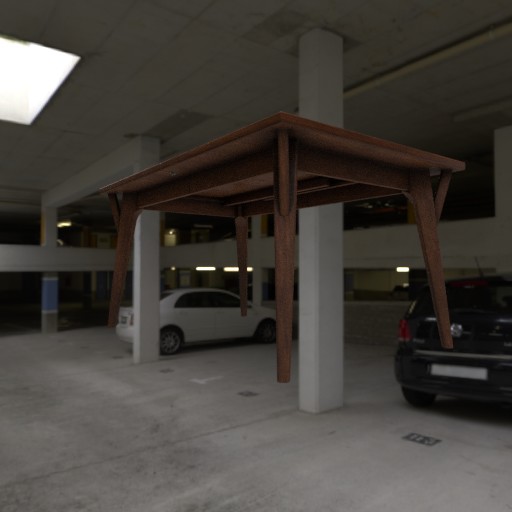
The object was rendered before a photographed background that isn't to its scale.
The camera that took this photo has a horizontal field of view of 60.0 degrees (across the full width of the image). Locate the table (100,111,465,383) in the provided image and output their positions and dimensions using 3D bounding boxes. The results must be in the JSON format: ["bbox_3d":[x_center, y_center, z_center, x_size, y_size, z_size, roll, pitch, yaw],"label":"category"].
[{"bbox_3d":[0.000,0.000,2.110,0.990,0.761,1.524,1,-2,-37],"label":"table"}]
